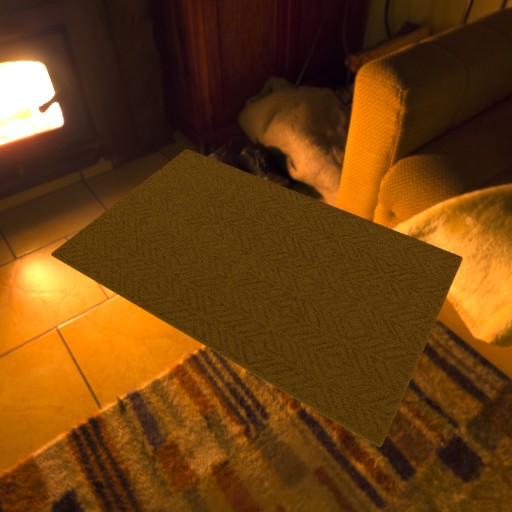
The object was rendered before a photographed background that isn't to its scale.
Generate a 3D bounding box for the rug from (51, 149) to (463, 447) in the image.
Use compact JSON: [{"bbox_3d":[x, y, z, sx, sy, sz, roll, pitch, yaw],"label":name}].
[{"bbox_3d":[0.000,0.000,3.078,2.438,0.008,1.523,25,52,21],"label":"rug"}]
